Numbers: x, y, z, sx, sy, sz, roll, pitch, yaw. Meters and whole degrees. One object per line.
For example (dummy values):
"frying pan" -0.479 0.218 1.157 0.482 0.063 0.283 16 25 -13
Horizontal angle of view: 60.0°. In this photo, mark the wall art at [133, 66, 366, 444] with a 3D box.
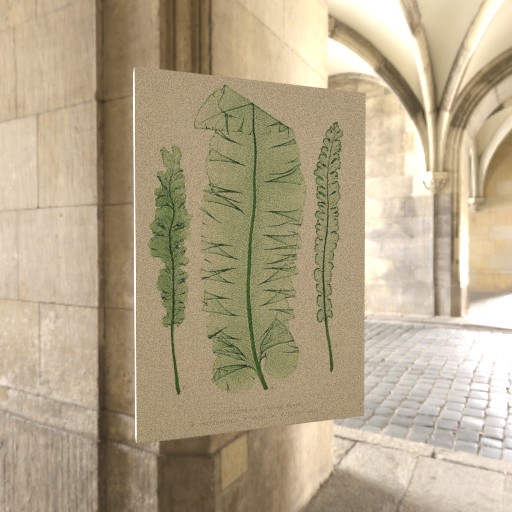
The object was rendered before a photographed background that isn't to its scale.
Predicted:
"wall art" 0.000 0.000 0.793 0.418 0.608 0.038 0 1 -17
